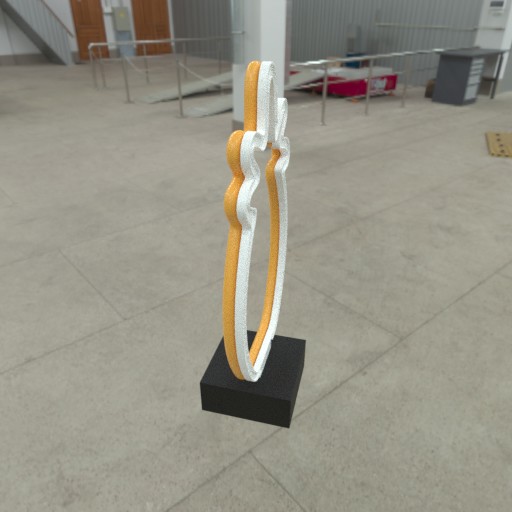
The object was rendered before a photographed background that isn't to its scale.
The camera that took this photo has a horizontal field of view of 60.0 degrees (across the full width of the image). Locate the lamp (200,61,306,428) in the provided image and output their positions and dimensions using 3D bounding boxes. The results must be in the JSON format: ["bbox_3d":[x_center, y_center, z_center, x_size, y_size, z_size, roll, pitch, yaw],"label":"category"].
[{"bbox_3d":[0.000,0.000,0.391,0.088,0.317,0.167,7,30,13],"label":"lamp"}]
